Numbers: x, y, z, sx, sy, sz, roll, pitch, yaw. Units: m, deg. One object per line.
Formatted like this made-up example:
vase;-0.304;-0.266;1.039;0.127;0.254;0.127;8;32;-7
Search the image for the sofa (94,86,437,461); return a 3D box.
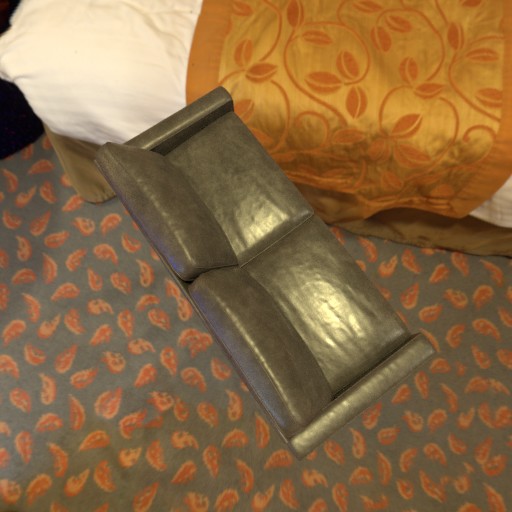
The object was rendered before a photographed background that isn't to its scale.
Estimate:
sofa;0.000;0.000;2.620;0.939;0.916;2.081;-34;77;-9
